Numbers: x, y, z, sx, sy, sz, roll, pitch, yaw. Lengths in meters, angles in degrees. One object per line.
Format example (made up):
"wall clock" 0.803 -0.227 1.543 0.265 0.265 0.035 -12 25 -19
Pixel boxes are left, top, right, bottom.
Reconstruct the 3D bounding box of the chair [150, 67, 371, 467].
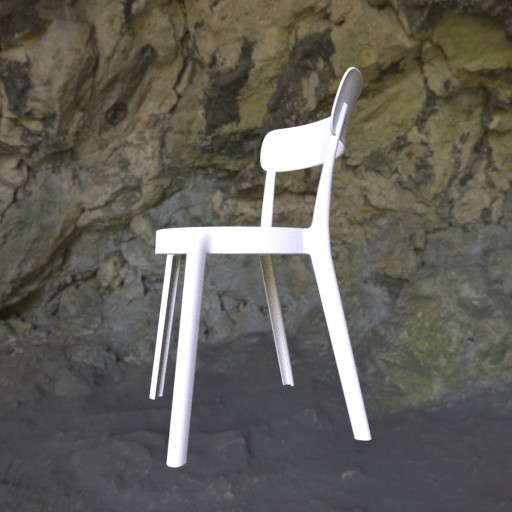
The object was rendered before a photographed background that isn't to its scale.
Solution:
"chair" 0.000 0.000 1.112 0.491 0.790 0.506 0 0 -18
